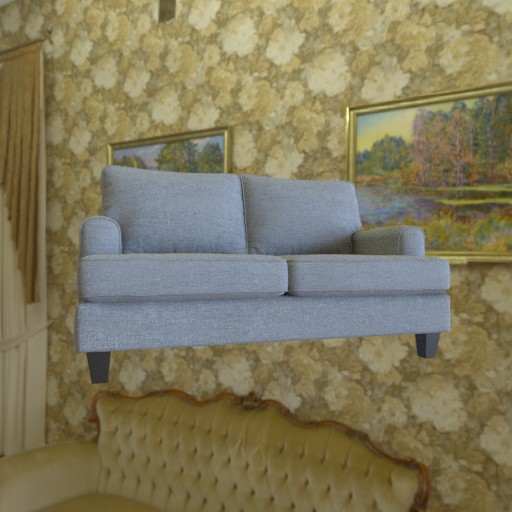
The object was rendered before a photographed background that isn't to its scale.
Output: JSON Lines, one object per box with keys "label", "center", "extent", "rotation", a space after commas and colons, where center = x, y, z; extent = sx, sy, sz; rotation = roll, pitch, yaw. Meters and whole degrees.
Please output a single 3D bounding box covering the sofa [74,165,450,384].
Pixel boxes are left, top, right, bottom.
{"label": "sofa", "center": [0.000, 0.000, 2.248], "extent": [1.651, 0.965, 0.965], "rotation": [0, -1, -18]}
